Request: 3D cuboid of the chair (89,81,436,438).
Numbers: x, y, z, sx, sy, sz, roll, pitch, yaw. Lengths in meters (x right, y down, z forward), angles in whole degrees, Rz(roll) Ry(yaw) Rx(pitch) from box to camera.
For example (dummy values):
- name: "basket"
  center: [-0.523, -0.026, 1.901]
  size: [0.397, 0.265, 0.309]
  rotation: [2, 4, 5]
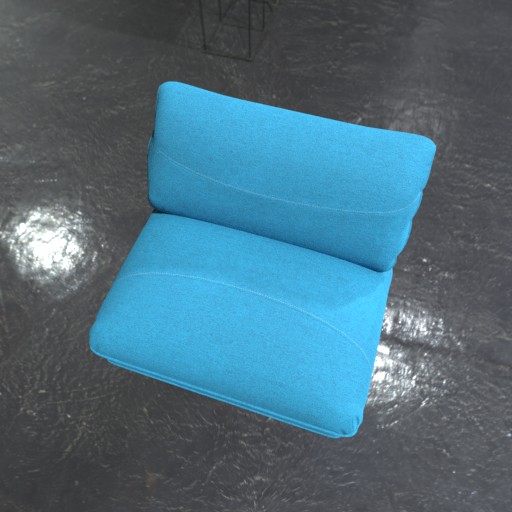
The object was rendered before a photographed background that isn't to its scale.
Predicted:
- name: "chair"
  center: [0.000, 0.000, 1.308]
  size: [0.820, 0.580, 0.780]
  rotation: [16, 60, 9]
